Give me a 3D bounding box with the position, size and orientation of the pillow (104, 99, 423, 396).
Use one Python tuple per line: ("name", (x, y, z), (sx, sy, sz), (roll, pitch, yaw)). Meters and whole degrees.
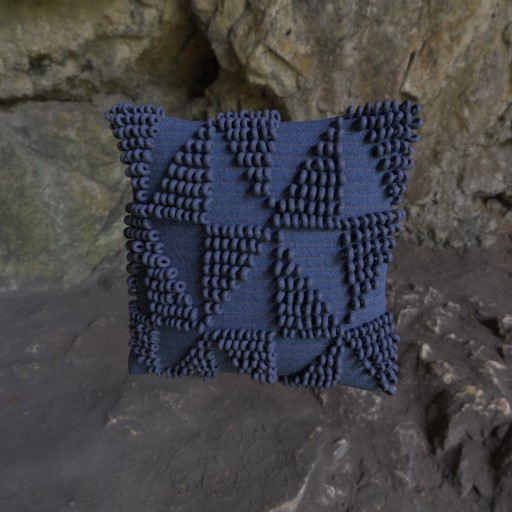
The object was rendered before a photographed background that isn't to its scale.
("pillow", (0.000, 0.000, 0.704), (0.469, 0.466, 0.172), (2, 15, 8))
